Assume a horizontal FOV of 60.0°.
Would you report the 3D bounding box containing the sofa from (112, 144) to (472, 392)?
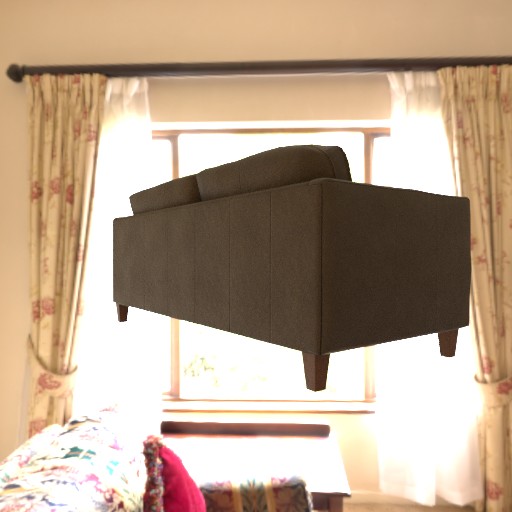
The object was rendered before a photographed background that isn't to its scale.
[{"bbox_3d":[0.000,0.000,2.415,0.933,0.863,1.971,0,0,-36],"label":"sofa"}]
